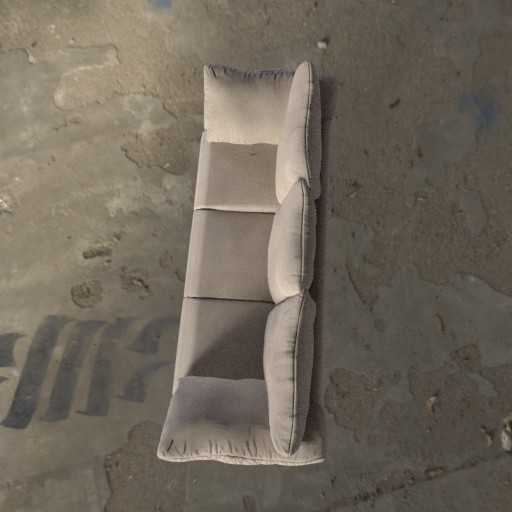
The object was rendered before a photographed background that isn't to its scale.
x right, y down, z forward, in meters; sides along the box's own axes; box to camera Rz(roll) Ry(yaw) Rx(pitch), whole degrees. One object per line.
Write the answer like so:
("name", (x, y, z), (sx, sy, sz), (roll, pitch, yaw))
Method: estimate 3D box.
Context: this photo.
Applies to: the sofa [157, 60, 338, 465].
("sofa", (0.000, 0.000, 2.775), (0.878, 0.996, 2.334), (4, 75, 1))
